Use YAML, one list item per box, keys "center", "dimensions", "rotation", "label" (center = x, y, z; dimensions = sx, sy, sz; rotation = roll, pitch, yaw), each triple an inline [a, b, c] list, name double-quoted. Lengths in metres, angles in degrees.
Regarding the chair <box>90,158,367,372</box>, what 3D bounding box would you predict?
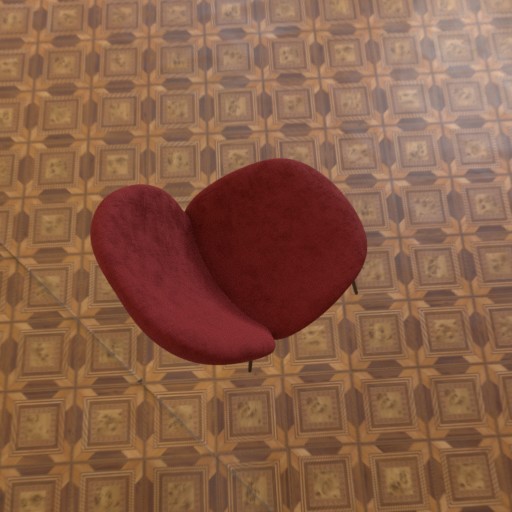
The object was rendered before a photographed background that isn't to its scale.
- center: [0.000, 0.000, 1.160]
  dimensions: [0.587, 0.791, 0.458]
  rotation: [-34, 77, -9]
  label: "chair"
